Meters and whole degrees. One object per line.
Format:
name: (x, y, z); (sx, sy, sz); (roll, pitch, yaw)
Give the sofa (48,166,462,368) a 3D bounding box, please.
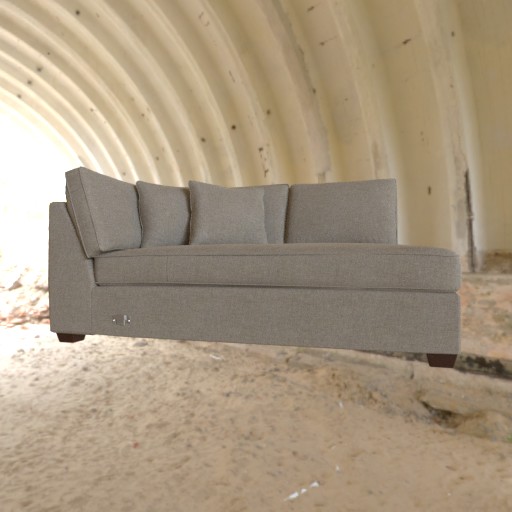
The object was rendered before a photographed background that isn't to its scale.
sofa: (0.000, 0.000, 2.749); (2.238, 1.019, 1.110); (0, -1, 17)
